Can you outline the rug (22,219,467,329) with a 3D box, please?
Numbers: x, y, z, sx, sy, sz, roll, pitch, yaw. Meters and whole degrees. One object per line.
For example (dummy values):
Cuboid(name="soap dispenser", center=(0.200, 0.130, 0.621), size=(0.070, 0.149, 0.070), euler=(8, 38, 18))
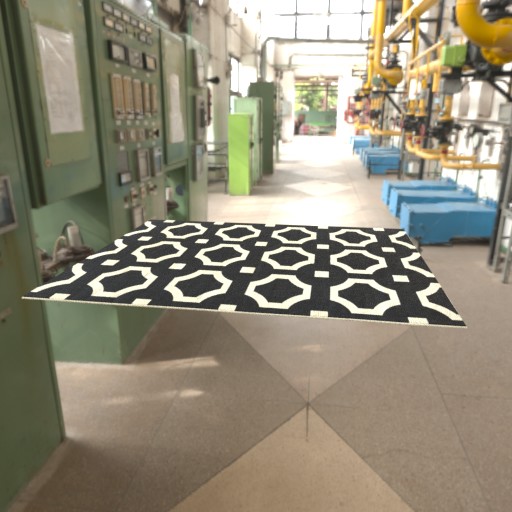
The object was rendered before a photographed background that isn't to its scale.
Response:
Cuboid(name="rug", center=(0.000, 0.000, 4.134), size=(3.049, 0.021, 2.466), euler=(3, 18, 8))
